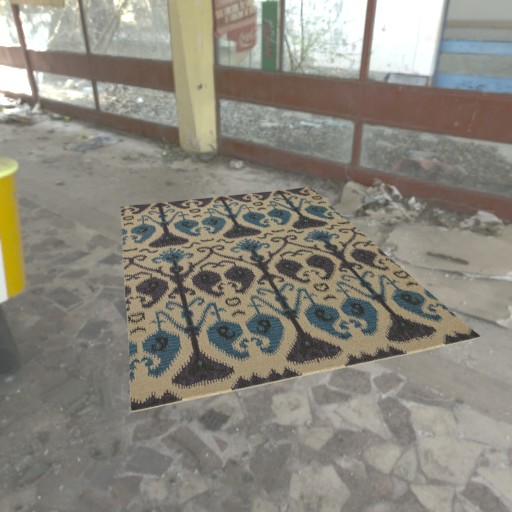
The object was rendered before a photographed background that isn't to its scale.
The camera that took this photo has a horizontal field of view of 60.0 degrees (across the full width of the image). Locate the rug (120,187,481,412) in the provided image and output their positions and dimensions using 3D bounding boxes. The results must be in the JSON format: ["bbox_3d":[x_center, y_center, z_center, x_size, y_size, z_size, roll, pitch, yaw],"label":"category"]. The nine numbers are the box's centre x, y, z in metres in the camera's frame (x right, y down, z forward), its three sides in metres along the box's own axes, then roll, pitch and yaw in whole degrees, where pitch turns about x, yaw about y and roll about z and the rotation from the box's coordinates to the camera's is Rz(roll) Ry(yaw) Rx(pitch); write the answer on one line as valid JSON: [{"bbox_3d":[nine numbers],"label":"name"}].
[{"bbox_3d":[0.000,0.000,4.232,2.443,0.024,3.228,-8,30,-14],"label":"rug"}]
